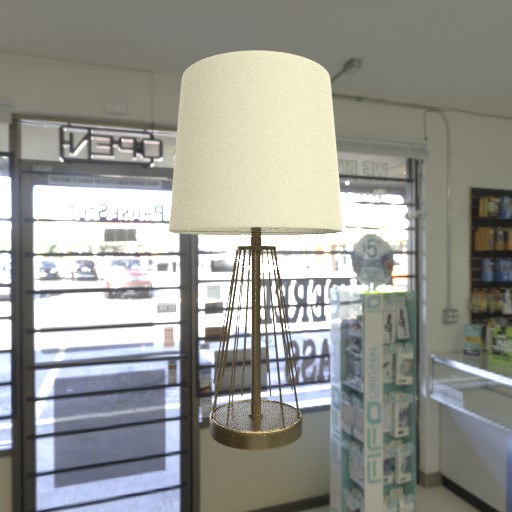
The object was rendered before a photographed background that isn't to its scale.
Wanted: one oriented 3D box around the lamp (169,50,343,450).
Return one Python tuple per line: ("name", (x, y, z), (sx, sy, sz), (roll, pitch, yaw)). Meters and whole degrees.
("lamp", (0.000, 0.000, 0.783), (0.303, 0.618, 0.303), (0, 0, 0))
